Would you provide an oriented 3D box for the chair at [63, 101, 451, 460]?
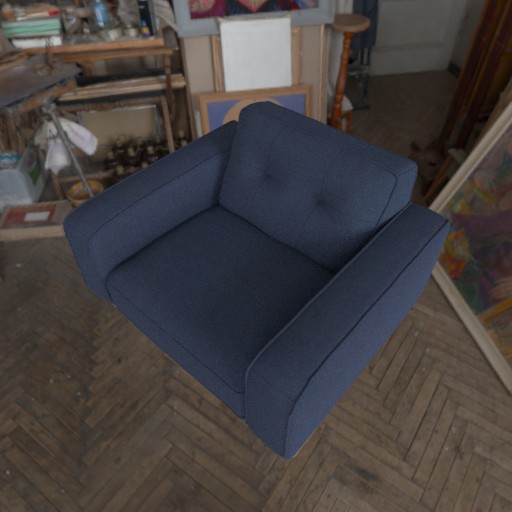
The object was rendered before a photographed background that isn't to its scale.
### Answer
[{"bbox_3d":[0.000,0.000,1.734,1.118,0.783,0.953,32,54,27],"label":"chair"}]
